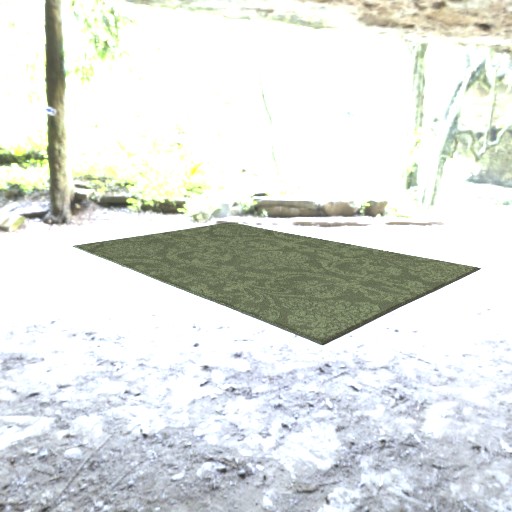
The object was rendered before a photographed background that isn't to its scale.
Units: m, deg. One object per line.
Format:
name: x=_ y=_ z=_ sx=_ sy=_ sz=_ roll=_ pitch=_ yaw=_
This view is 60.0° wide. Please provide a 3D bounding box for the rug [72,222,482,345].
rug: x=0.000 y=0.000 z=2.327 sx=1.206 sy=0.012 sz=1.824 roll=-13 pitch=19 yaw=-42
